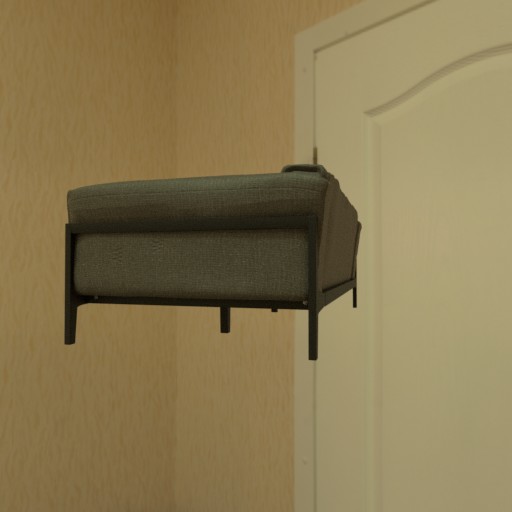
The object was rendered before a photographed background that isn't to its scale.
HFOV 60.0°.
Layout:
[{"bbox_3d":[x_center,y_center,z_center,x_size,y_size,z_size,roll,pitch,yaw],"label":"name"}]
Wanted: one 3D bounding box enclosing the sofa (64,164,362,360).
[{"bbox_3d":[0.000,0.000,2.257,0.960,0.656,1.690,0,-1,17],"label":"sofa"}]
